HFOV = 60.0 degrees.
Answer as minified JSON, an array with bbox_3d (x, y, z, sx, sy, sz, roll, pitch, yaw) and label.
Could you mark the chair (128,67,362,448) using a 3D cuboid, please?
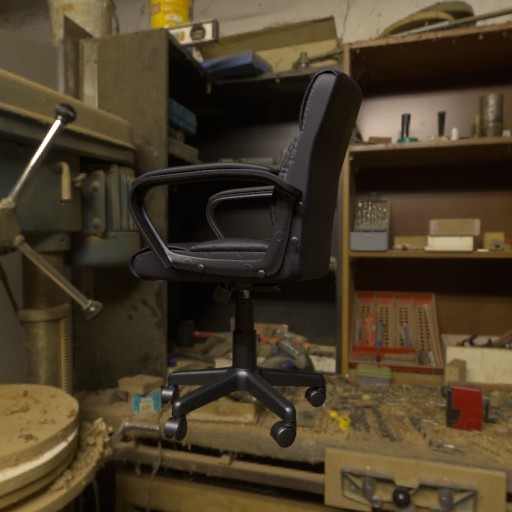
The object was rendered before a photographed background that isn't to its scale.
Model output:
[{"bbox_3d":[0.000,0.000,1.393,0.641,0.998,0.576,1,2,18],"label":"chair"}]
